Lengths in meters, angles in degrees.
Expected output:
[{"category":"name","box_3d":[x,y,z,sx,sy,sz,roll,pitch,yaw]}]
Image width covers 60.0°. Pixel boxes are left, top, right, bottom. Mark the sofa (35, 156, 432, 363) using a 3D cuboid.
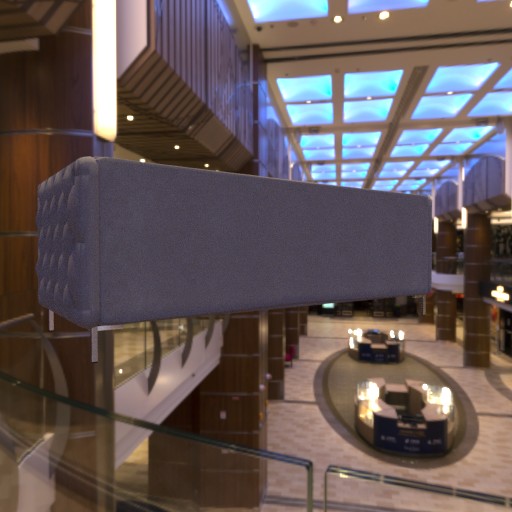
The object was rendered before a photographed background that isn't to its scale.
[{"category":"sofa","box_3d":[0.000,0.000,2.567,2.209,0.771,0.895,-1,1,-35]}]
